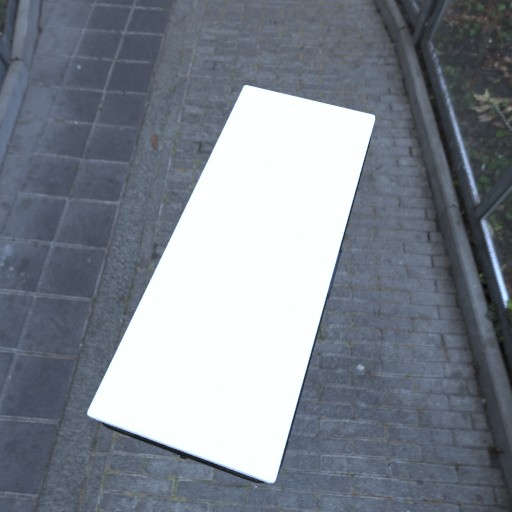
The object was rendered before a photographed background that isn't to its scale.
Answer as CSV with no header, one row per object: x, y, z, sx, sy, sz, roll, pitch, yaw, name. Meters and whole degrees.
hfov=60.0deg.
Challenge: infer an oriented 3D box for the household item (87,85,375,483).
0.000,0.000,2.178,0.787,0.356,1.905,16,64,8,household item
